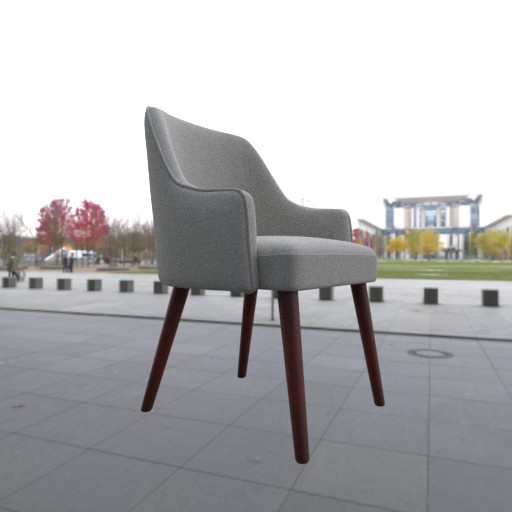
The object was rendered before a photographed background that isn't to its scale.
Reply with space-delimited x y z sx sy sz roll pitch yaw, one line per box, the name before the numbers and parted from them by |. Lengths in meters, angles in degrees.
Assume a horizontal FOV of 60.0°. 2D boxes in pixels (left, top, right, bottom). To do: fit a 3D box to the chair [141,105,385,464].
chair | 0.000 0.000 1.242 0.580 0.840 0.560 0 0 37
